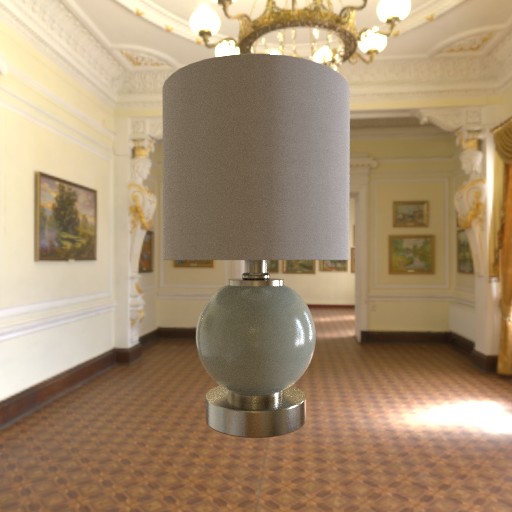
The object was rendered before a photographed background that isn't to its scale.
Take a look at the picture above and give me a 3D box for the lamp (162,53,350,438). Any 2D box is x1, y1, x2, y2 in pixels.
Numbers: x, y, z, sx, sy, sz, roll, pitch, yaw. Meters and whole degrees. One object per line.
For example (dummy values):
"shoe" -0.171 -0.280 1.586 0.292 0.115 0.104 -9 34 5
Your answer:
"lamp" 0.000 0.000 0.484 0.201 0.353 0.201 0 -1 19
